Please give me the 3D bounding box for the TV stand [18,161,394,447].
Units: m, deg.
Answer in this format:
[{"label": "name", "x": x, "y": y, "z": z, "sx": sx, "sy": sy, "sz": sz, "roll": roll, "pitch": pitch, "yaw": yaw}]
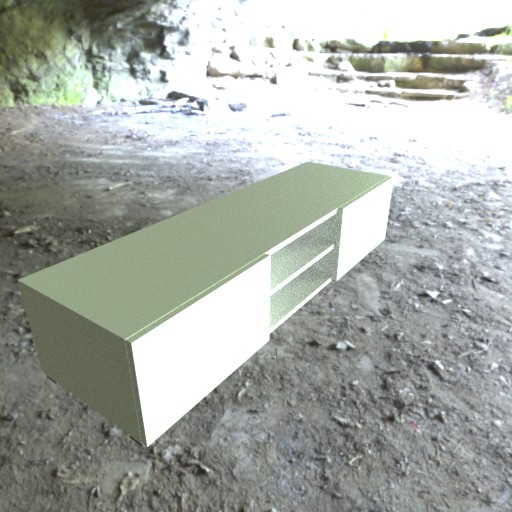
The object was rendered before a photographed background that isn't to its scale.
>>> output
[{"label": "TV stand", "x": 0.000, "y": 0.000, "z": 1.545, "sx": 0.420, "sy": 0.310, "sz": 1.400, "roll": 18, "pitch": 32, "yaw": 32}]
